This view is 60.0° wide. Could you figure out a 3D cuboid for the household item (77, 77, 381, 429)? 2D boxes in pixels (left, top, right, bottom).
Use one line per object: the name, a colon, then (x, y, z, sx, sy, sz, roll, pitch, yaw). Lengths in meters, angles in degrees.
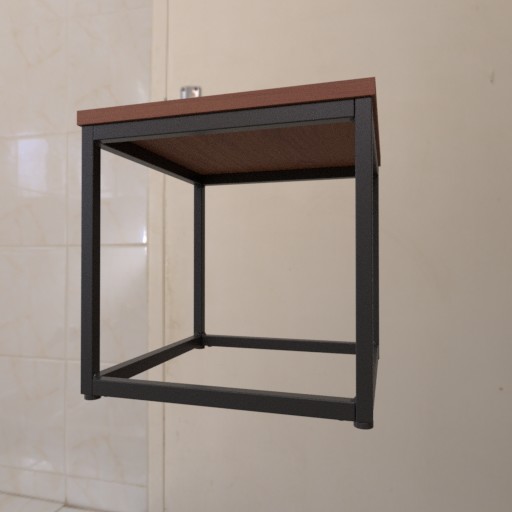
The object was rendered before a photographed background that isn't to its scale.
household item: (0.000, 0.000, 0.747, 0.400, 0.400, 0.400, 0, -1, 17)
